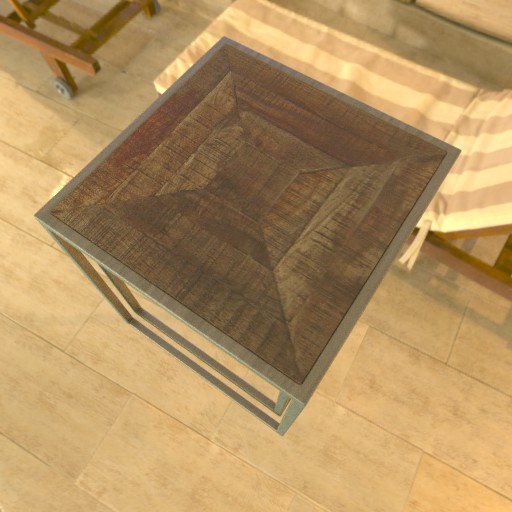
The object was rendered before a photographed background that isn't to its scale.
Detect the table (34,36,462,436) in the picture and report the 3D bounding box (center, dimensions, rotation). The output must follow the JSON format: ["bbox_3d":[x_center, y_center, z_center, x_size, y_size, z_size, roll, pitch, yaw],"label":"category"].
[{"bbox_3d":[0.000,0.000,0.867,0.449,0.500,0.450,32,68,14],"label":"table"}]
